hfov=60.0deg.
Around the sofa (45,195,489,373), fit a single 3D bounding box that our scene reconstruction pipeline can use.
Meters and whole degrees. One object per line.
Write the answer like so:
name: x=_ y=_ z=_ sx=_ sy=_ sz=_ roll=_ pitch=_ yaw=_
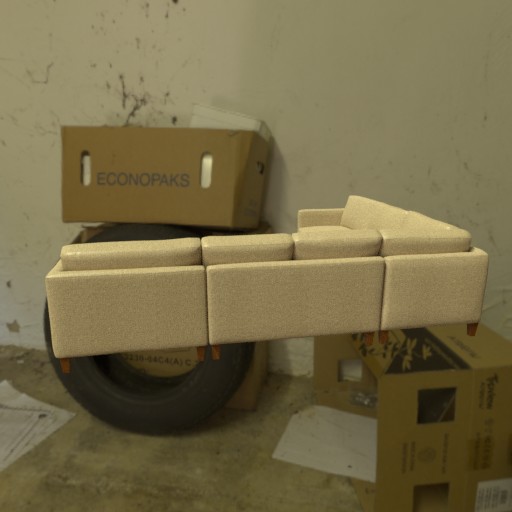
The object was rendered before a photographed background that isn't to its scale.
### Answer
sofa: x=0.000 y=0.000 z=4.590 sx=3.460 sy=0.961 sz=2.594 roll=-3 pitch=15 yaw=-10
